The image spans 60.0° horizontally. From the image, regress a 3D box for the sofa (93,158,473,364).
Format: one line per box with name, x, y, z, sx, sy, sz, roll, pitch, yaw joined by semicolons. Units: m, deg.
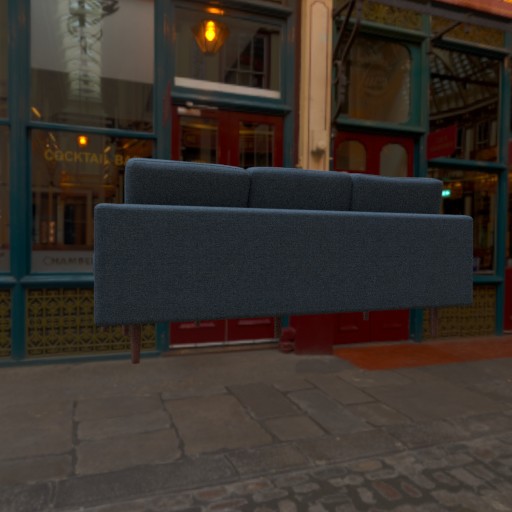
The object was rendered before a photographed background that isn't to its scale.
sofa;0.000;0.000;2.969;2.055;0.957;1.667;0;1;-20
